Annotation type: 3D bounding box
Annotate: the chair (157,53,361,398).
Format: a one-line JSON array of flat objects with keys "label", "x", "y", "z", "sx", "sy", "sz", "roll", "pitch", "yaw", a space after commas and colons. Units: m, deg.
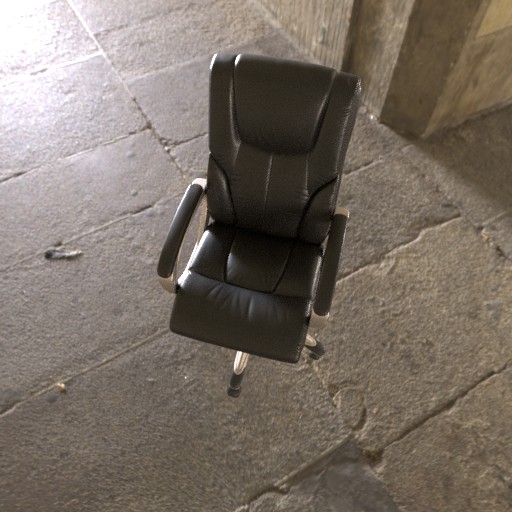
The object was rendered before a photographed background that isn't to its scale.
[{"label": "chair", "x": 0.000, "y": 0.000, "z": 1.650, "sx": 0.700, "sy": 1.145, "sz": 0.780, "roll": 13, "pitch": 59, "yaw": 8}]
